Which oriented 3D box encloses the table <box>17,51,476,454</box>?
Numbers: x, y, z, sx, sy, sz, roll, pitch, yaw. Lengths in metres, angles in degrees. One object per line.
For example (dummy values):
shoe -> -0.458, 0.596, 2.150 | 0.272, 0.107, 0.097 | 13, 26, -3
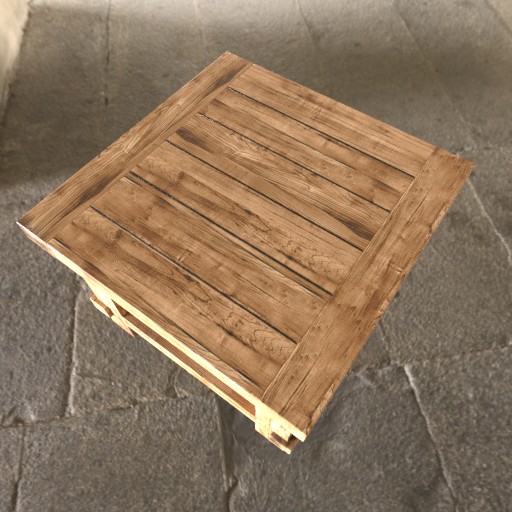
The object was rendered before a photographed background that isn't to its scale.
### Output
table -> 0.000, 0.000, 1.016 | 0.610, 0.457, 0.610 | 32, 64, 18
